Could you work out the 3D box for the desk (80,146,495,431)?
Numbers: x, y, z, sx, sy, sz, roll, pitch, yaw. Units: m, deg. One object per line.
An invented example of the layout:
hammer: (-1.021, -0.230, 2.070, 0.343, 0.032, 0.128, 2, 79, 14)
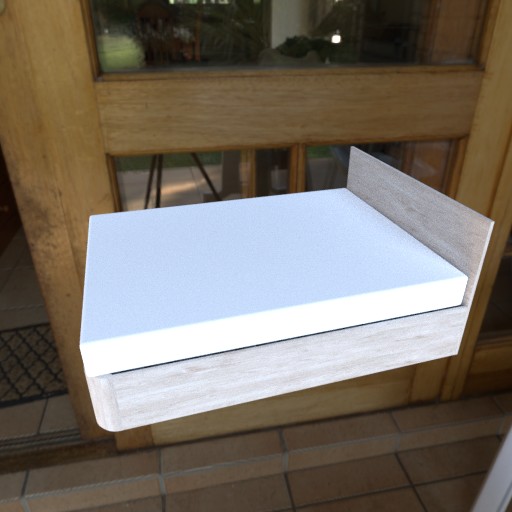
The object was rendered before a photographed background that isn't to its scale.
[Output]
desk: (0.000, 0.000, 2.605, 1.900, 0.800, 1.400, -8, 30, -15)
